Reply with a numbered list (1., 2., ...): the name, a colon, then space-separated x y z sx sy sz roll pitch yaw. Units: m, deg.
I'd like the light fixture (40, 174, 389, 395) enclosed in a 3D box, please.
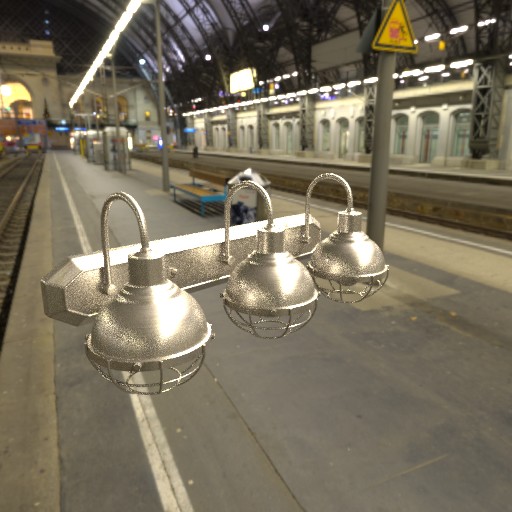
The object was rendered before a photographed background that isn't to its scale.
1. light fixture: 0.000 0.000 0.764 0.229 0.254 0.634 14 20 43
